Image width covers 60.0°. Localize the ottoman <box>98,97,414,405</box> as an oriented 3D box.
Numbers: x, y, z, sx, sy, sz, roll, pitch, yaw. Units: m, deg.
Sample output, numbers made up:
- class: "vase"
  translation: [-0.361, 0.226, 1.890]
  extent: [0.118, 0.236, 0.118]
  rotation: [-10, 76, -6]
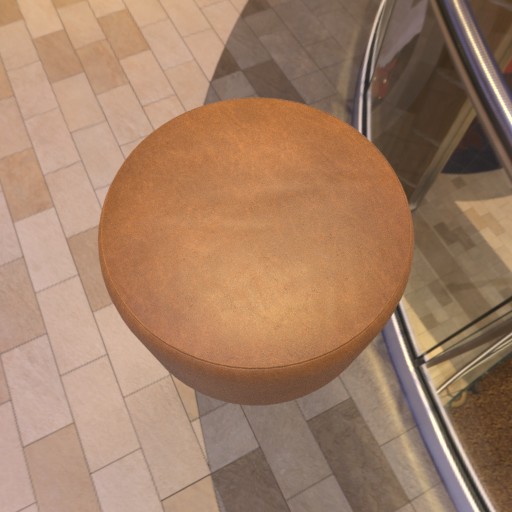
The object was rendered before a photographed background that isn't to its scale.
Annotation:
- class: "ottoman"
  translation: [0.000, 0.000, 0.989]
  extent: [0.607, 0.438, 0.607]
  rotation: [0, 65, 0]
